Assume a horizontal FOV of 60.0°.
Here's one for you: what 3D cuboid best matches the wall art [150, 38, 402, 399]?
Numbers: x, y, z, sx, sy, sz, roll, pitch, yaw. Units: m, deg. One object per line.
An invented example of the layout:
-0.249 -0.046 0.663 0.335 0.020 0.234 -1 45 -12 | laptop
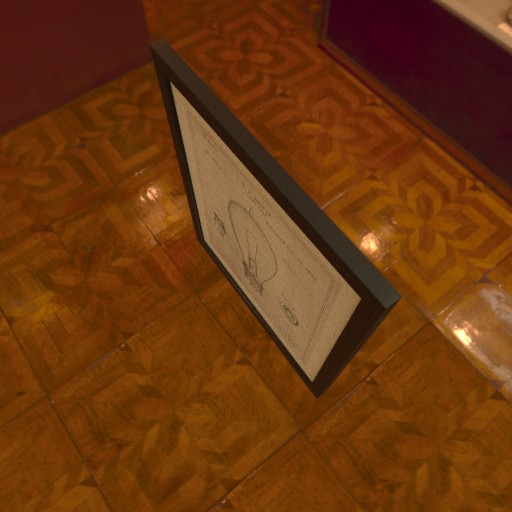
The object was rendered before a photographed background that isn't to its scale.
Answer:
0.000 0.000 0.707 0.021 0.509 0.430 -33 68 -15 | wall art
